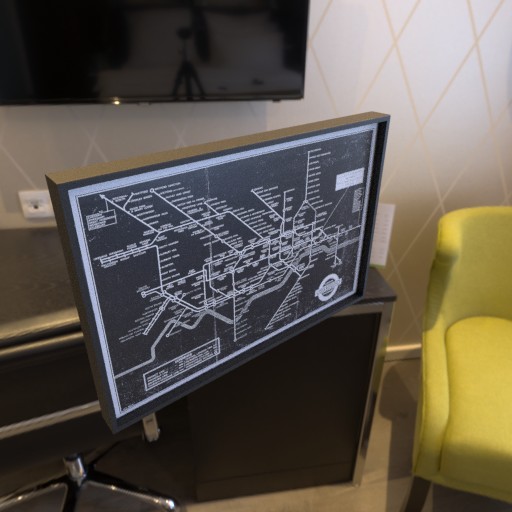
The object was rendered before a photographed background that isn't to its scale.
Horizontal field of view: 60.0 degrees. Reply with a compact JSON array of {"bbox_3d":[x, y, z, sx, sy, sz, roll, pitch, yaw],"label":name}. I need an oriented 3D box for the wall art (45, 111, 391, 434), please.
[{"bbox_3d":[0.000,0.000,0.858,0.671,0.456,0.051,-21,35,-33],"label":"wall art"}]
